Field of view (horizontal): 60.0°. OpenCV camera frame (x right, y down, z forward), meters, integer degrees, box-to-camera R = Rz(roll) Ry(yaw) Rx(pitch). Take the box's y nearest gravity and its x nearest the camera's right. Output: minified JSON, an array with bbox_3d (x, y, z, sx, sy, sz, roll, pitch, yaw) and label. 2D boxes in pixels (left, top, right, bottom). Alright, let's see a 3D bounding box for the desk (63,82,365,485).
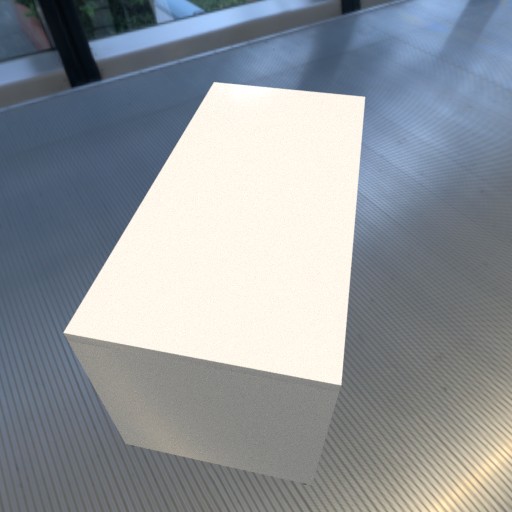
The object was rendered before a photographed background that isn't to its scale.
[{"bbox_3d":[0.000,0.000,1.797,0.690,0.740,1.400,9,47,8],"label":"desk"}]
